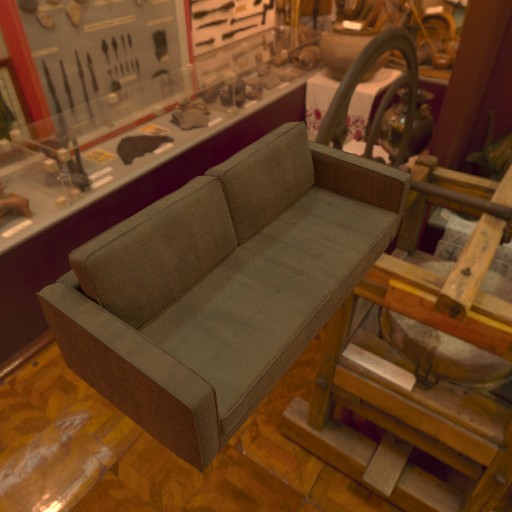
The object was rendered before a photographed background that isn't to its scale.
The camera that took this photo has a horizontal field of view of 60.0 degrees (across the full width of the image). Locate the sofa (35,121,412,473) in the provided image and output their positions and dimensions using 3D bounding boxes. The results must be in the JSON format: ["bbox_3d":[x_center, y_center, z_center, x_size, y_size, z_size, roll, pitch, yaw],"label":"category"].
[{"bbox_3d":[0.000,0.000,2.343,0.924,0.825,1.920,25,46,27],"label":"sofa"}]
